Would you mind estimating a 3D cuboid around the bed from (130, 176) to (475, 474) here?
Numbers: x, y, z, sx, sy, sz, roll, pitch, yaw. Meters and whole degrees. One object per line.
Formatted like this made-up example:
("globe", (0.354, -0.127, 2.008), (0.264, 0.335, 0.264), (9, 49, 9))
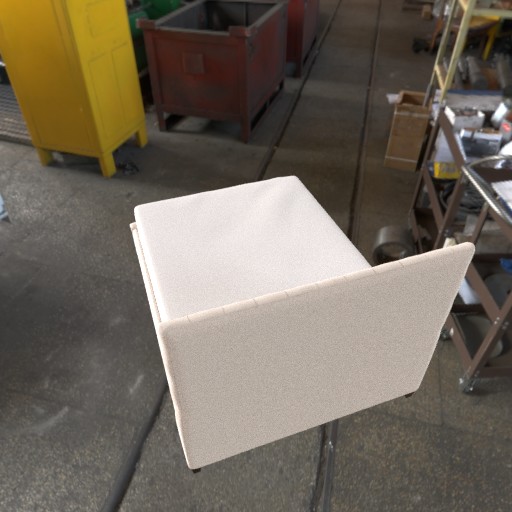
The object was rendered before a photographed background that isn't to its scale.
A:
("bed", (0.000, 0.000, 3.345), (1.696, 1.426, 2.233), (-13, 43, -15))
